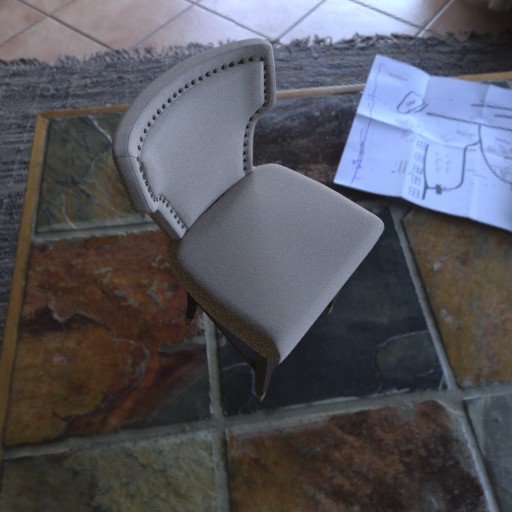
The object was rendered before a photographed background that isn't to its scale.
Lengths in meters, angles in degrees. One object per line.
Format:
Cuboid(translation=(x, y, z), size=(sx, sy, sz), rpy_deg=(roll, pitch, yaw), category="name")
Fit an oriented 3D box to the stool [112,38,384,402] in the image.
Cuboid(translation=(0.000, 0.000, 1.392), size=(0.563, 1.092, 0.526), rpy_deg=(35, 65, 19), category="stool")
